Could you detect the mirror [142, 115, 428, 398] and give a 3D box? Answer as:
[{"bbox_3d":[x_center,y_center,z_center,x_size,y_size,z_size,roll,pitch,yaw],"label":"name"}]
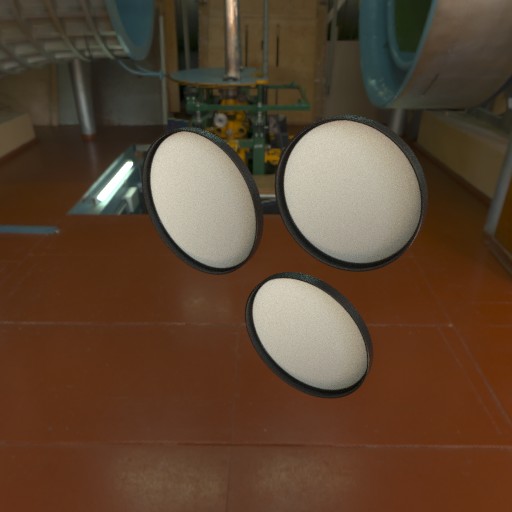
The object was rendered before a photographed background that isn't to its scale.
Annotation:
[{"bbox_3d":[0.000,0.000,3.165,2.160,2.096,0.076,19,35,30],"label":"mirror"}]
